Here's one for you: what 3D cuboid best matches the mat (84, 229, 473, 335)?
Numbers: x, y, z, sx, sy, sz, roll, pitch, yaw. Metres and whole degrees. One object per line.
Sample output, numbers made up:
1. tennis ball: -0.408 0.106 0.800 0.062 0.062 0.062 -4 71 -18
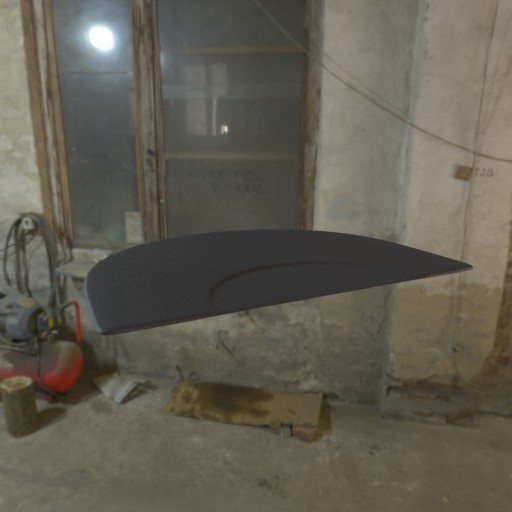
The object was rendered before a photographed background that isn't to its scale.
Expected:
1. mat: 0.000 0.000 1.630 1.220 0.016 0.917 -7 17 -25
